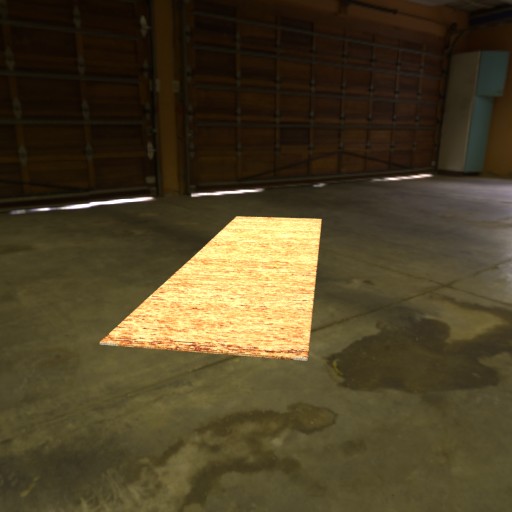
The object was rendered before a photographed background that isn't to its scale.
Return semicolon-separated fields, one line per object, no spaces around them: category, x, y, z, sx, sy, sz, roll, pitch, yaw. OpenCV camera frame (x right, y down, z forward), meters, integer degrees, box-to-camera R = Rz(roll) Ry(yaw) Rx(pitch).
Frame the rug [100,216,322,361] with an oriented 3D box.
rug;0.000;0.000;2.448;0.680;0.014;2.237;2;16;9
